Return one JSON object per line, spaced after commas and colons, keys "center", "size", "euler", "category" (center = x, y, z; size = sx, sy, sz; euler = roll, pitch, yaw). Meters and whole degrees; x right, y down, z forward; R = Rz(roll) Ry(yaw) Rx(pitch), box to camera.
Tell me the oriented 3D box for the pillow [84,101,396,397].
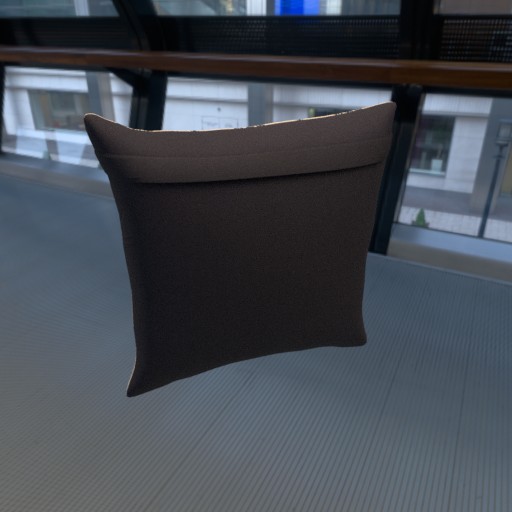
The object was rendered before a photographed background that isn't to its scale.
{"center": [0.000, 0.000, 0.631], "size": [0.405, 0.406, 0.173], "euler": [-8, 27, -17], "category": "pillow"}
